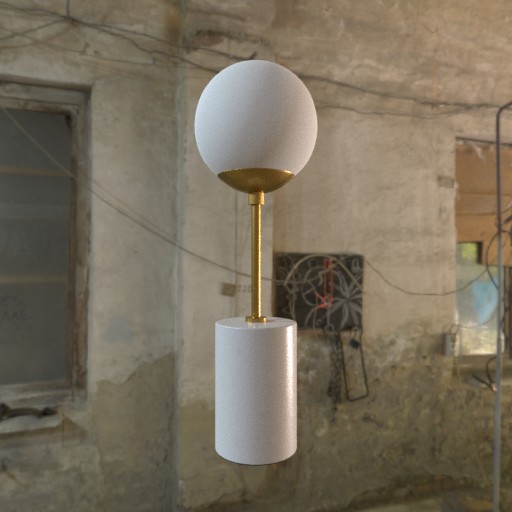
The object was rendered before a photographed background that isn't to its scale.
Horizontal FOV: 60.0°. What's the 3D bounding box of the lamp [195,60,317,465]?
[{"bbox_3d":[0.000,0.000,0.558,0.153,0.480,0.153,0,0,0],"label":"lamp"}]
